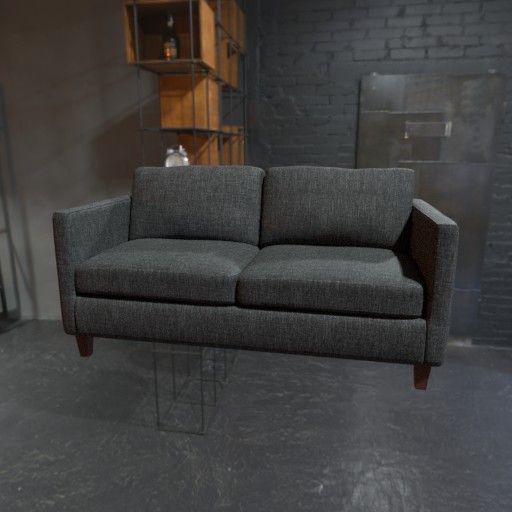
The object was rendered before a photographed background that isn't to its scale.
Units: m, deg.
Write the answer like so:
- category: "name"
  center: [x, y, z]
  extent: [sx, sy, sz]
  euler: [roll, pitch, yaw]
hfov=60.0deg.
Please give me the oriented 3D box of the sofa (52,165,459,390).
- category: "sofa"
  center: [0.000, 0.000, 2.454]
  extent: [1.884, 0.963, 0.950]
  euler: [3, 14, 11]
